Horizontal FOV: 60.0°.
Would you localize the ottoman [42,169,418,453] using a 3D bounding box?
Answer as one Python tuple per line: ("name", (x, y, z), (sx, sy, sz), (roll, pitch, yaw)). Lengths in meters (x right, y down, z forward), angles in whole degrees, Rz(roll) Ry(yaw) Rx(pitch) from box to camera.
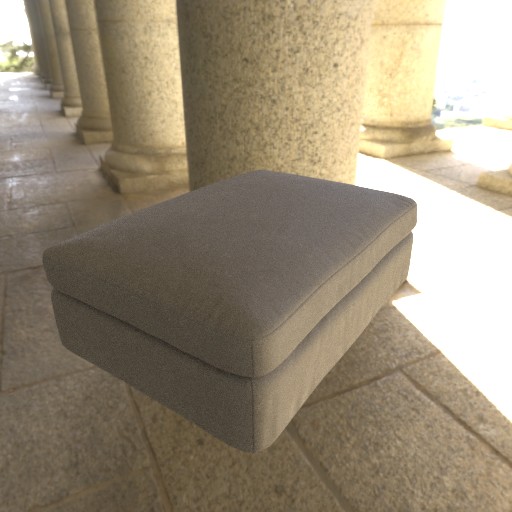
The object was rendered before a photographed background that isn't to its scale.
("ottoman", (0.000, 0.000, 1.626), (0.840, 0.429, 1.199), (17, 31, 31))
